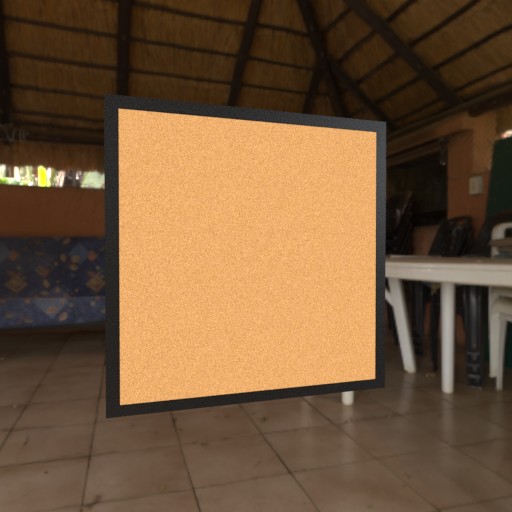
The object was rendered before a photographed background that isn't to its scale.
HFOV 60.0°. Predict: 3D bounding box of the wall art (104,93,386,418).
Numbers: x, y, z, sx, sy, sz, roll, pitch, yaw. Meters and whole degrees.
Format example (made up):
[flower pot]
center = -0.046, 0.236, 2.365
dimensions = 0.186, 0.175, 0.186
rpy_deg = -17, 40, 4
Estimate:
[wall art]
center = 0.000, 0.000, 0.785
dimensions = 0.506, 0.506, 0.038
rpy_deg = 0, 1, -18
